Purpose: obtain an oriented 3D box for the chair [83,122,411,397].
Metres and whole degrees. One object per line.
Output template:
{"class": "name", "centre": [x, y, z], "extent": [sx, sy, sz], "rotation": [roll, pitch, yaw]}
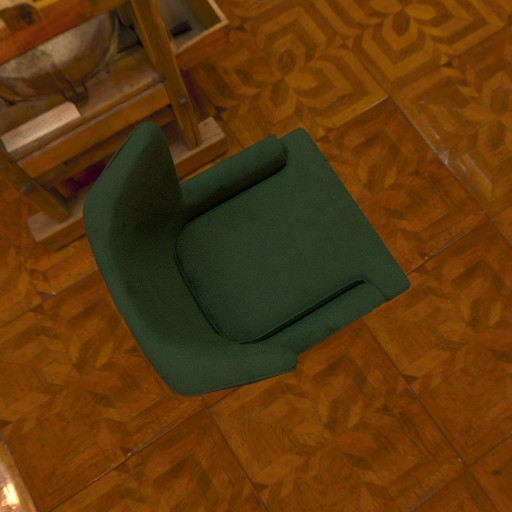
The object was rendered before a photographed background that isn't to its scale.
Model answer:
{"class": "chair", "centre": [0.000, 0.000, 1.629], "extent": [0.910, 0.952, 0.793], "rotation": [-30, 78, -7]}
